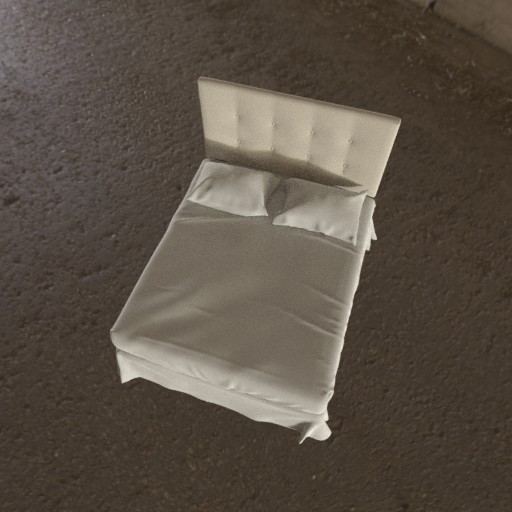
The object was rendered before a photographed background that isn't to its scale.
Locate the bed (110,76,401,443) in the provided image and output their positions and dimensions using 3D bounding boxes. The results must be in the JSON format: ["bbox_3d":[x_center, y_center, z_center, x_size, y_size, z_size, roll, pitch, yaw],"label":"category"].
[{"bbox_3d":[0.000,0.000,3.566,1.936,1.577,2.222,15,58,10],"label":"bed"}]
